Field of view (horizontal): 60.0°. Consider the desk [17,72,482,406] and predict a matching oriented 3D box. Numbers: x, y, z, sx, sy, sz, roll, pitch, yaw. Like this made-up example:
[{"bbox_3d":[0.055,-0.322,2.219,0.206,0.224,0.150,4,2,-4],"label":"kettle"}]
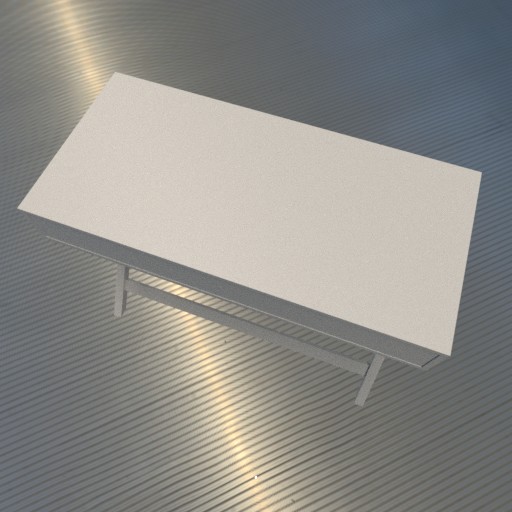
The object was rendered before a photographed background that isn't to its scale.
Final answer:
[{"bbox_3d":[0.000,0.000,1.465,1.057,0.780,0.525,18,65,9],"label":"desk"}]
